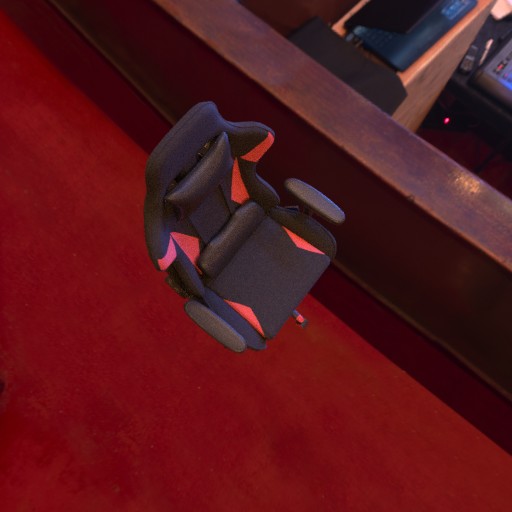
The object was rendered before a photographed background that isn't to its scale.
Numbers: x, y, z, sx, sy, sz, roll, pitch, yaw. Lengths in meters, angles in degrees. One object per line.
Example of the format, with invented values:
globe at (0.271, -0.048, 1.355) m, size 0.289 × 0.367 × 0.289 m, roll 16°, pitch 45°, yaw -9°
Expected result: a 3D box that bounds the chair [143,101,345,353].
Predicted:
chair at (0.000, 0.000, 1.728) m, size 0.658 × 1.326 × 0.695 m, roll 37°, pitch 78°, yaw 9°
